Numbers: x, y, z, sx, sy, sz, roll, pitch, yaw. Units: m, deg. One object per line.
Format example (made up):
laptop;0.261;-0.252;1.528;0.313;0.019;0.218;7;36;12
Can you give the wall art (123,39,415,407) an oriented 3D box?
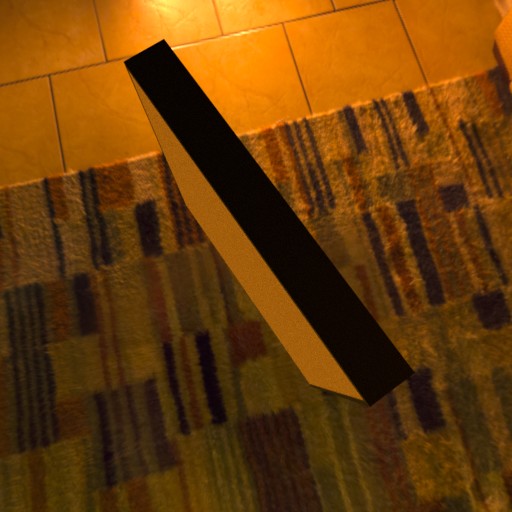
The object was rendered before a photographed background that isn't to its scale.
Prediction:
wall art;0.000;0.000;0.457;0.037;0.303;0.304;-34;78;-8
